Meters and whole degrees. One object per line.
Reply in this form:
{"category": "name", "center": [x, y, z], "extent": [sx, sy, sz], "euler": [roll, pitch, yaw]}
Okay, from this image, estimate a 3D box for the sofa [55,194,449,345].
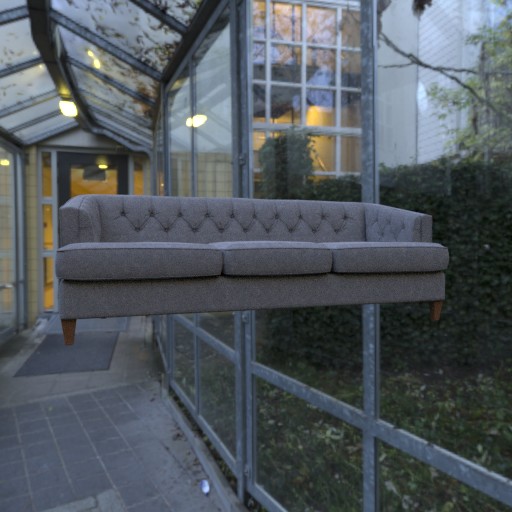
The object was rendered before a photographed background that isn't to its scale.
{"category": "sofa", "center": [0.000, 0.000, 2.803], "extent": [2.247, 0.806, 0.917], "euler": [-1, 2, -18]}
